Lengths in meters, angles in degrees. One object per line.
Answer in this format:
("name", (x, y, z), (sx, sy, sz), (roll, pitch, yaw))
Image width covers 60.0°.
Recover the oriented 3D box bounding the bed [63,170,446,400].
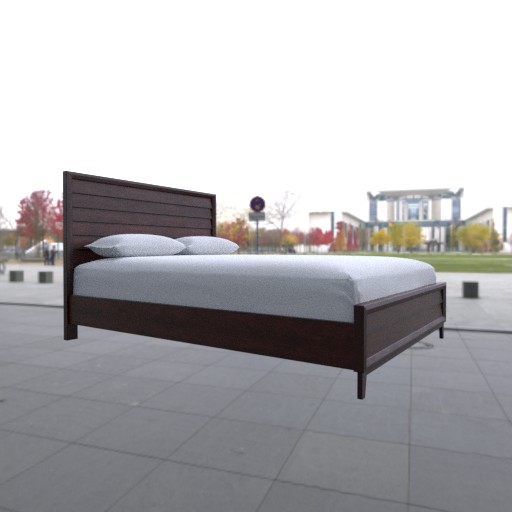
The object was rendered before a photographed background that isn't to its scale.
("bed", (0.000, 0.000, 3.973), (2.803, 1.492, 2.040), (1, 1, 35))
